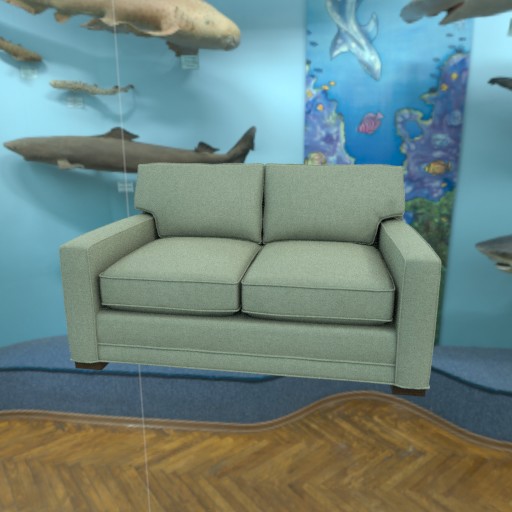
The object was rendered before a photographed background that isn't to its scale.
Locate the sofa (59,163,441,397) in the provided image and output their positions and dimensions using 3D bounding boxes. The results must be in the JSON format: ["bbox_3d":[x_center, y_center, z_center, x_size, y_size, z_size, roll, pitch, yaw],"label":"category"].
[{"bbox_3d":[0.000,0.000,2.138,1.484,0.853,0.940,2,15,9],"label":"sofa"}]
